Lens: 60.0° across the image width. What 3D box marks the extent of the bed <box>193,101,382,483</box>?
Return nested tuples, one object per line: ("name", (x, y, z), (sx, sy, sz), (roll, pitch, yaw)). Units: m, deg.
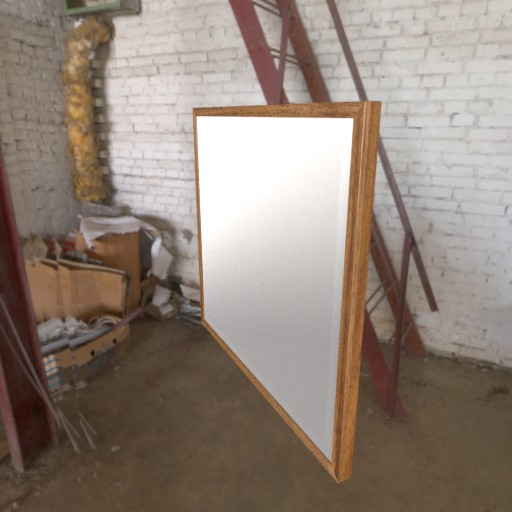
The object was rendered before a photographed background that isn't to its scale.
("bed", (0.000, 0.000, 1.462), (0.043, 0.940, 1.041), (-9, 20, -25))
